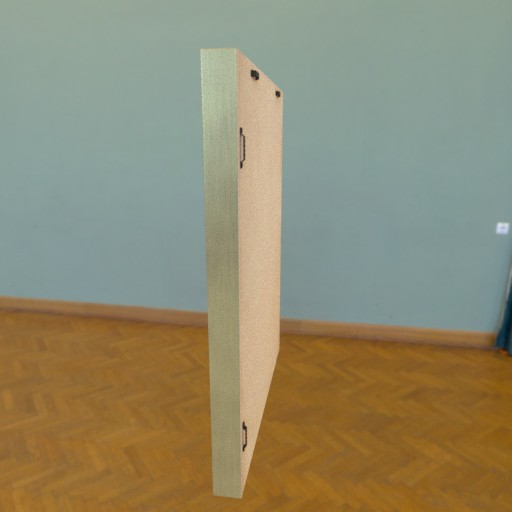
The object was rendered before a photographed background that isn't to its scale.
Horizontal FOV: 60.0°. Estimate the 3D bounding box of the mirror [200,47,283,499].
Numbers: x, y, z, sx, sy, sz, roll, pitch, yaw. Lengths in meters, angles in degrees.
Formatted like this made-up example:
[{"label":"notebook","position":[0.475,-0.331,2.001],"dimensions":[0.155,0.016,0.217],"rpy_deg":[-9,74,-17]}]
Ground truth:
[{"label":"mirror","position":[0.000,0.000,0.674],"dimensions":[0.041,0.509,0.406],"rpy_deg":[2,15,9]}]
